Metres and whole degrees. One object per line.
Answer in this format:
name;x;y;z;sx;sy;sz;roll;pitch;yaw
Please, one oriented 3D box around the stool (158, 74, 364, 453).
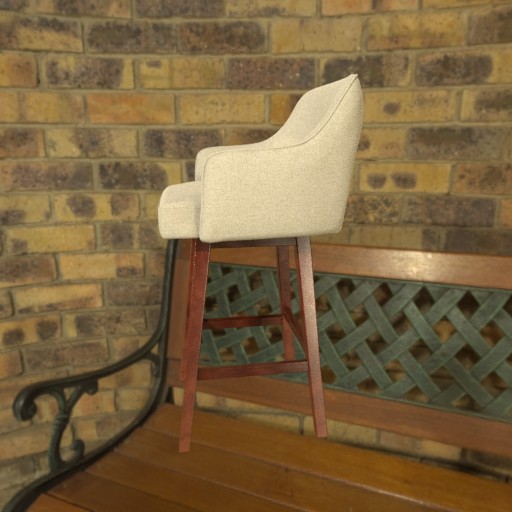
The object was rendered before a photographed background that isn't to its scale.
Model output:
stool;0.000;0.000;1.379;0.560;1.041;0.550;-2;15;-9
